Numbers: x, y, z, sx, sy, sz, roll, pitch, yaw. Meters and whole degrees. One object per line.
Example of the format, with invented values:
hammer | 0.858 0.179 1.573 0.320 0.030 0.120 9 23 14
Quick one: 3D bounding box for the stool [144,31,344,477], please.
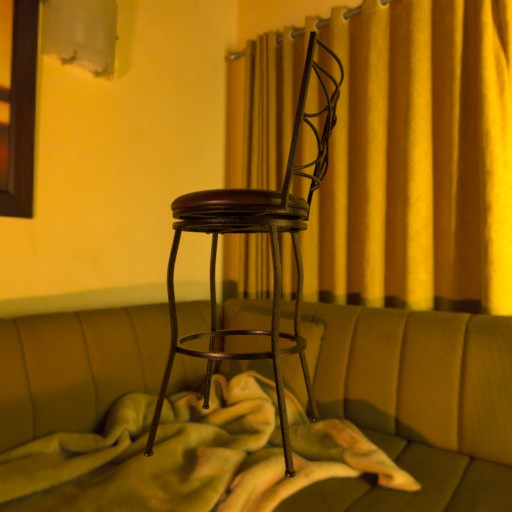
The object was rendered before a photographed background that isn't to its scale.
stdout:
stool | 0.000 0.000 1.367 0.534 1.117 0.434 0 0 17
